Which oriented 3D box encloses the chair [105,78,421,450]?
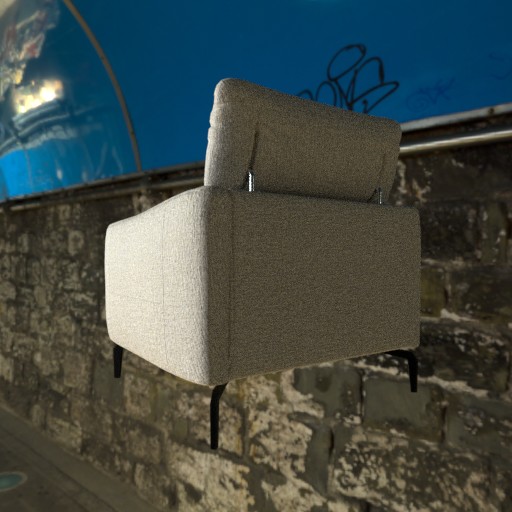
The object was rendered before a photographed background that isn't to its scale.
[{"bbox_3d":[0.000,0.000,1.676,0.972,0.967,0.835,0,0,-35],"label":"chair"}]
